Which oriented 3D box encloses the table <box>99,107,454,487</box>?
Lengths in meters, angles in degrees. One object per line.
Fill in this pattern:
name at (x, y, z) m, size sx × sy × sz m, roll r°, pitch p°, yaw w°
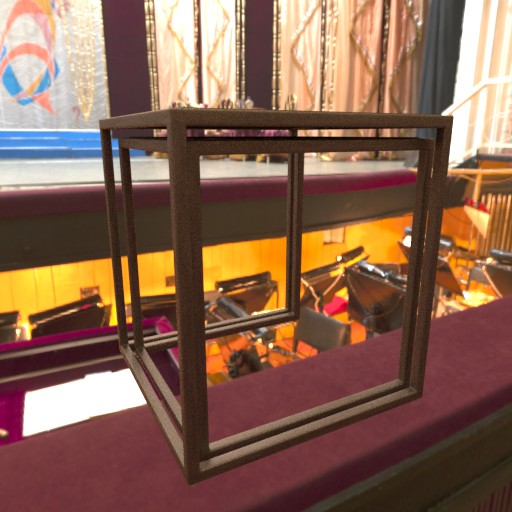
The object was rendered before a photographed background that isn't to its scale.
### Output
table at (0.000, 0.000, 0.832) m, size 0.449 × 0.500 × 0.450 m, roll -8°, pitch 17°, yaw -27°
